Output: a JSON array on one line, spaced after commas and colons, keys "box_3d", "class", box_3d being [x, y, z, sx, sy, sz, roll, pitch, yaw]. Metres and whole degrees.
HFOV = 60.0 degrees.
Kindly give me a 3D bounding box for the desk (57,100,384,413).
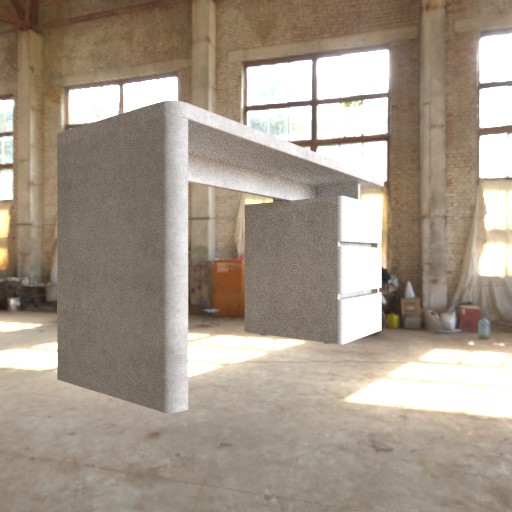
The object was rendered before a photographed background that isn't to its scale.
[{"box_3d": [0.000, 0.000, 1.774, 0.550, 0.755, 1.400, 0, 0, 36], "class": "desk"}]
